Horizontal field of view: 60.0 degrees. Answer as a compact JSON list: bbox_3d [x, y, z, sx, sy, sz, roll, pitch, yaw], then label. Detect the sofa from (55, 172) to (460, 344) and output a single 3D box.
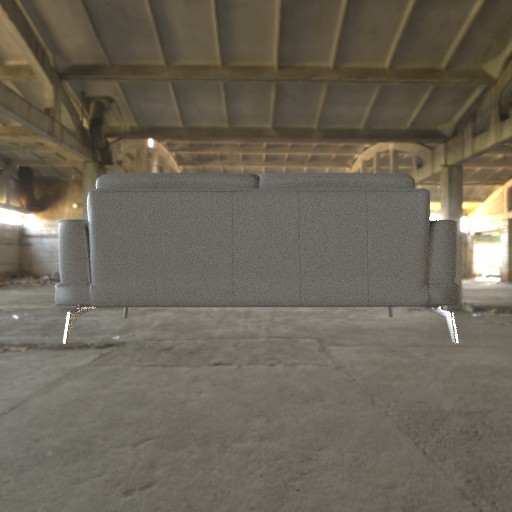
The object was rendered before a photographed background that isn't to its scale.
[{"bbox_3d":[0.000,0.000,2.845,2.177,0.930,1.121,0,-1,0],"label":"sofa"}]
